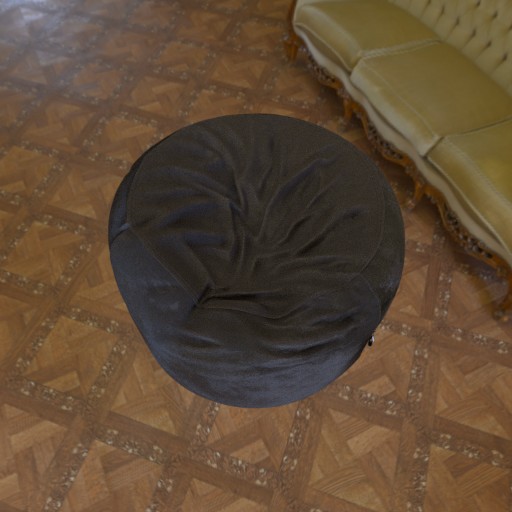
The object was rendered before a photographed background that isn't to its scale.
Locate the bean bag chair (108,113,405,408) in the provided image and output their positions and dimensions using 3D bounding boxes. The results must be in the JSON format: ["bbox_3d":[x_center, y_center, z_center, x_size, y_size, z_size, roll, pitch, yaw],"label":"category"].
[{"bbox_3d":[0.000,0.000,1.501,0.918,0.605,0.918,0,56,0],"label":"bean bag chair"}]
